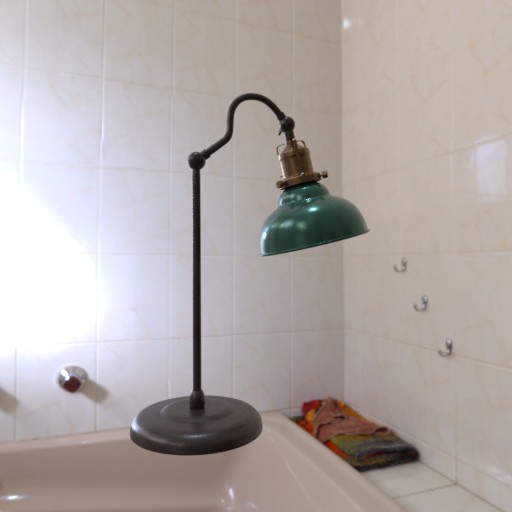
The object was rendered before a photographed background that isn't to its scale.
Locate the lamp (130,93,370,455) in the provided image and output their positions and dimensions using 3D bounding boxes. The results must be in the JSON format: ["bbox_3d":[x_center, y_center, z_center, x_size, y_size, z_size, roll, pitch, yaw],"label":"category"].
[{"bbox_3d":[0.000,0.000,0.688,0.374,0.508,0.192,0,-1,-19],"label":"lamp"}]
